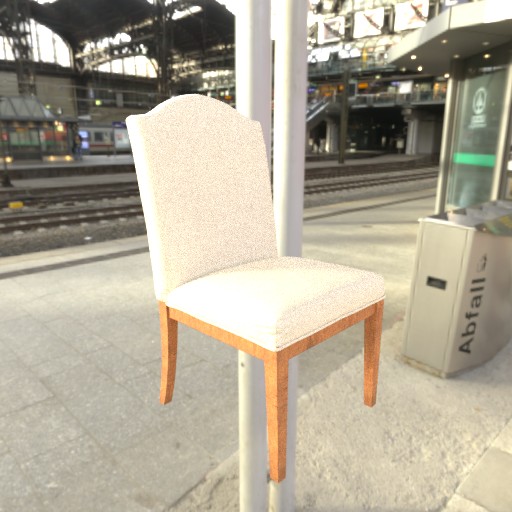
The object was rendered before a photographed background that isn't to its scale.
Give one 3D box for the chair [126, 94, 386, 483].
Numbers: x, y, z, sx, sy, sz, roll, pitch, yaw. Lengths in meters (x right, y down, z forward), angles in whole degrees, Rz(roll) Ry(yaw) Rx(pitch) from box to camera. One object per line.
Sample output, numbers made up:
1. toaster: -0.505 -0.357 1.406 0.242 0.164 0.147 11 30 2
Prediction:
1. chair: 0.000 0.000 1.416 0.648 1.012 0.534 13 20 42
